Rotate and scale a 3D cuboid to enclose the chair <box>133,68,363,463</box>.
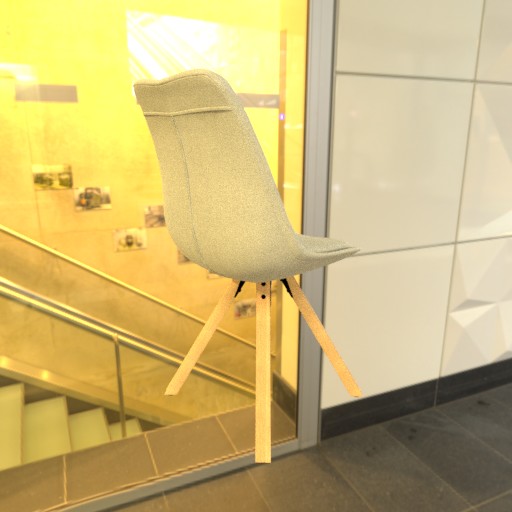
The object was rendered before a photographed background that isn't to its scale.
[{"bbox_3d":[0.000,0.000,1.187,0.549,0.863,0.474,-14,20,-41],"label":"chair"}]
